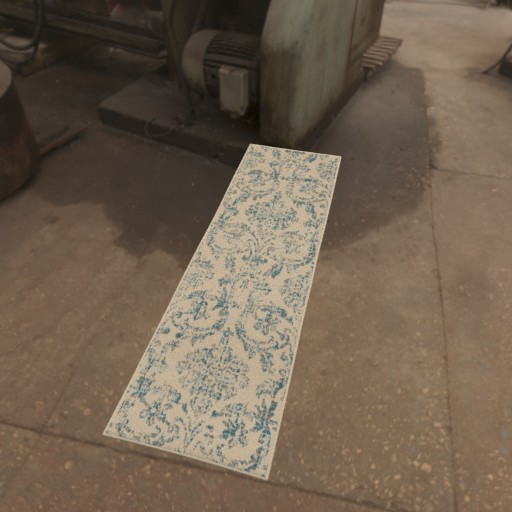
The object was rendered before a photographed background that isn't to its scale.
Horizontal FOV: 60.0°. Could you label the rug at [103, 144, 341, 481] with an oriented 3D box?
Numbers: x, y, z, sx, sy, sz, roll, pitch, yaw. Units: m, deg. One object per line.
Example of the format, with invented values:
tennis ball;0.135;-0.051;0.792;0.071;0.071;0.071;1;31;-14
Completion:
rug;0.000;0.000;2.410;0.662;0.011;2.196;11;46;10
